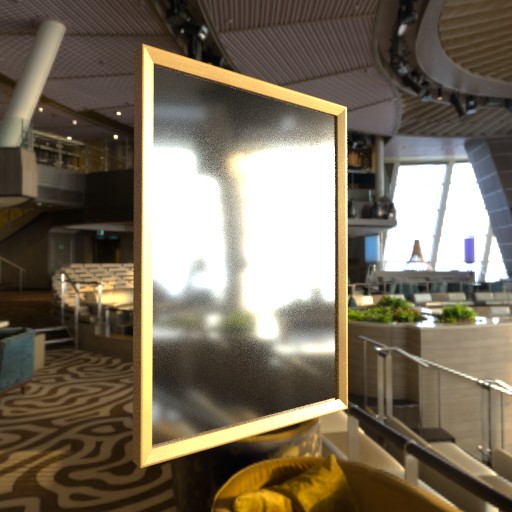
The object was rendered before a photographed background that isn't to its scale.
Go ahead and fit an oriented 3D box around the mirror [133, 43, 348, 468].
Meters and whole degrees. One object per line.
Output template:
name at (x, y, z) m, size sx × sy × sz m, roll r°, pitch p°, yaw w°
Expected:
mirror at (0.000, 0.000, 0.907) m, size 0.507 × 0.710 × 0.039 m, roll 1°, pitch -1°, yaw -37°
